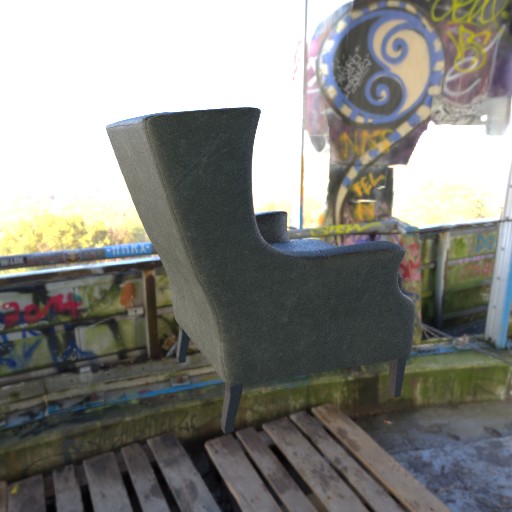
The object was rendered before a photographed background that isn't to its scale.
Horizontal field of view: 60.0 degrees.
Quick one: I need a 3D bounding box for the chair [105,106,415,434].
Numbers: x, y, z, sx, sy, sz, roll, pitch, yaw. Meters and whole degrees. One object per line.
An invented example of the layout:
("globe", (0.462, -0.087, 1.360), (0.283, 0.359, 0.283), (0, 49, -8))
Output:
("chair", (0.000, 0.000, 1.666), (0.926, 1.016, 0.853), (-7, 16, -25))
